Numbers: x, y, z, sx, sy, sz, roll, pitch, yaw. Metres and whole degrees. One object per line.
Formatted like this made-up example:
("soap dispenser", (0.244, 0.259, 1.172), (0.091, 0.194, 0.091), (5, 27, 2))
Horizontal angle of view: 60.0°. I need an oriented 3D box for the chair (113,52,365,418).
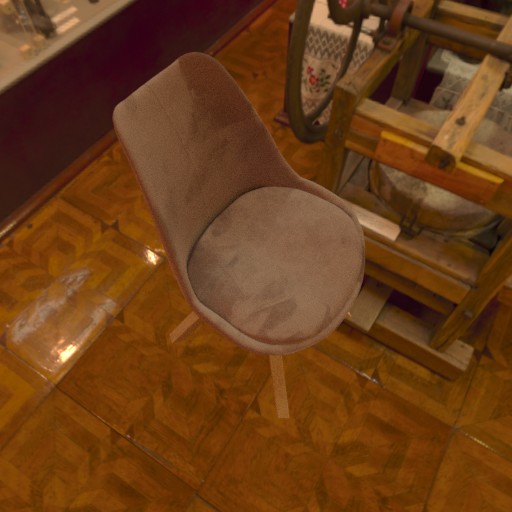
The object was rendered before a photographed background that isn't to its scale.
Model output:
("chair", (0.000, 0.000, 1.157), (0.550, 0.850, 0.485), (30, 63, 17))
